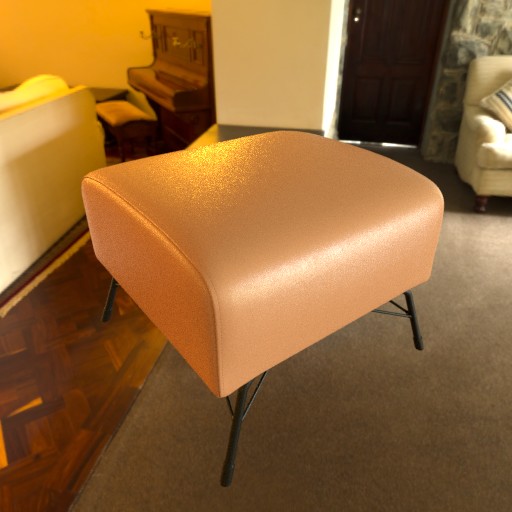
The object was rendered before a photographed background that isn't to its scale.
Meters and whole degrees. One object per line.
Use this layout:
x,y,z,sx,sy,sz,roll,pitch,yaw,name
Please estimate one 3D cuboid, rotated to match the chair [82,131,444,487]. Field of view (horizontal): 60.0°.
0.000,0.000,0.909,0.530,0.410,0.530,-21,37,-31,chair
